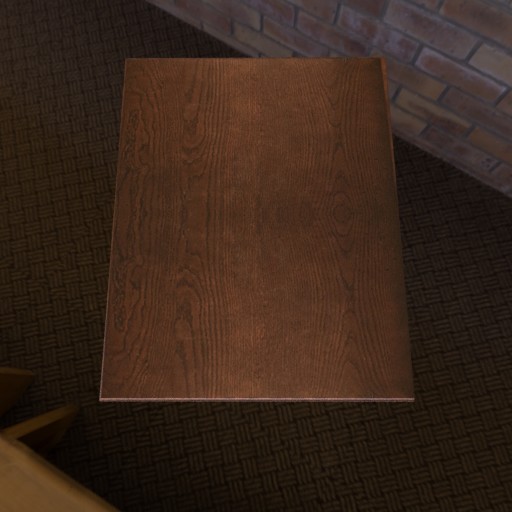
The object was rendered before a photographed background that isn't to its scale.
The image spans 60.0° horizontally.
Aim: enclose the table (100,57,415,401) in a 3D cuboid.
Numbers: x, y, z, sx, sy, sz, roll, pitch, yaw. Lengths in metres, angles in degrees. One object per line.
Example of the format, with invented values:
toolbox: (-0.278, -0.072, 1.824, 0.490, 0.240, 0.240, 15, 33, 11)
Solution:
table: (0.000, 0.000, 1.004, 0.461, 0.597, 0.586, 0, 76, 0)
